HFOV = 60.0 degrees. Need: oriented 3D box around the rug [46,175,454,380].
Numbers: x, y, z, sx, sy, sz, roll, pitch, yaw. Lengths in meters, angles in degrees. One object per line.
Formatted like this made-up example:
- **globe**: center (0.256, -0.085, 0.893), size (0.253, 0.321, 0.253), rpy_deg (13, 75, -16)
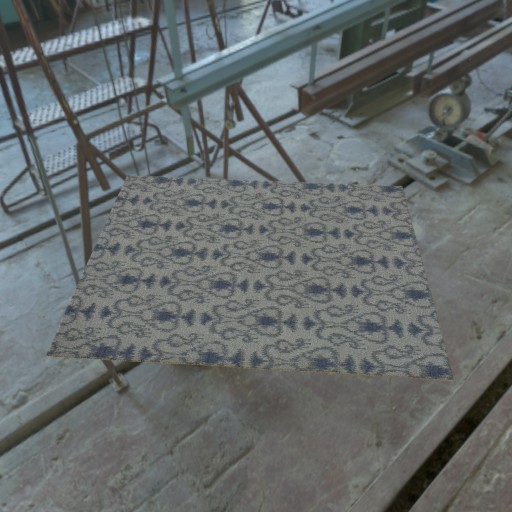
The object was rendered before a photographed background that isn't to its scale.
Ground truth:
- **rug**: center (0.000, 0.000, 4.299), size (3.205, 0.015, 2.437), rpy_deg (3, 46, 3)
